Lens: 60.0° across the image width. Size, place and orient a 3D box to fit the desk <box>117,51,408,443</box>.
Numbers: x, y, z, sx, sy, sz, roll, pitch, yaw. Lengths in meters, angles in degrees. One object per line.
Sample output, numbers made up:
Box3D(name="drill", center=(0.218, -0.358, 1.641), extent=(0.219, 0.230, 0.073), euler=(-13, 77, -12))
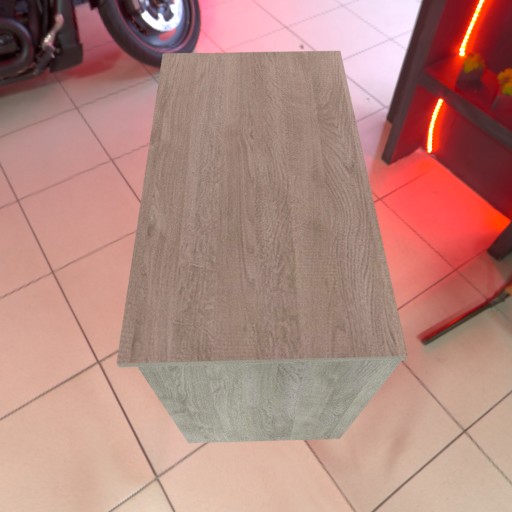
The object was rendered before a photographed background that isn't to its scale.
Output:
Box3D(name="desk", center=(0.000, 0.000, 1.302), extent=(0.498, 0.724, 0.893), euler=(-1, 57, -1))
